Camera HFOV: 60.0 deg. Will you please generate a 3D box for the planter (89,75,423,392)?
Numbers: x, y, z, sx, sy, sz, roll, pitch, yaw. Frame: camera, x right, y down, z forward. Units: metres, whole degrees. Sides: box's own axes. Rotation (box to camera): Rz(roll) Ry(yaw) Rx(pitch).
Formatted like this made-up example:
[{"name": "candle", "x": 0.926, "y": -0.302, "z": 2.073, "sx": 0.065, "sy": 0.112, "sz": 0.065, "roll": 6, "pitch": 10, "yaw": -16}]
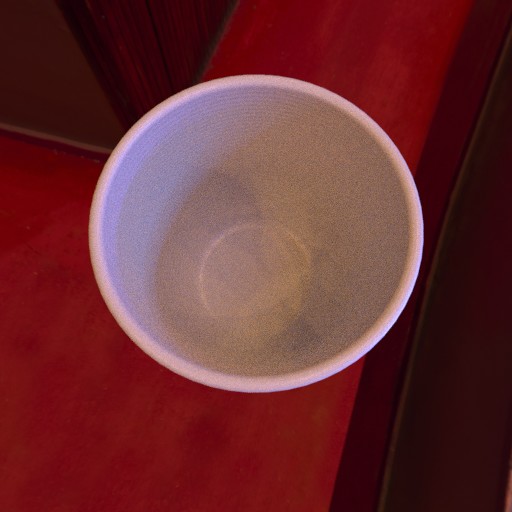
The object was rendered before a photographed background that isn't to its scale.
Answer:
[{"name": "planter", "x": 0.000, "y": 0.000, "z": 0.297, "sx": 0.170, "sy": 0.152, "sz": 0.170, "roll": 0, "pitch": 75, "yaw": 0}]
